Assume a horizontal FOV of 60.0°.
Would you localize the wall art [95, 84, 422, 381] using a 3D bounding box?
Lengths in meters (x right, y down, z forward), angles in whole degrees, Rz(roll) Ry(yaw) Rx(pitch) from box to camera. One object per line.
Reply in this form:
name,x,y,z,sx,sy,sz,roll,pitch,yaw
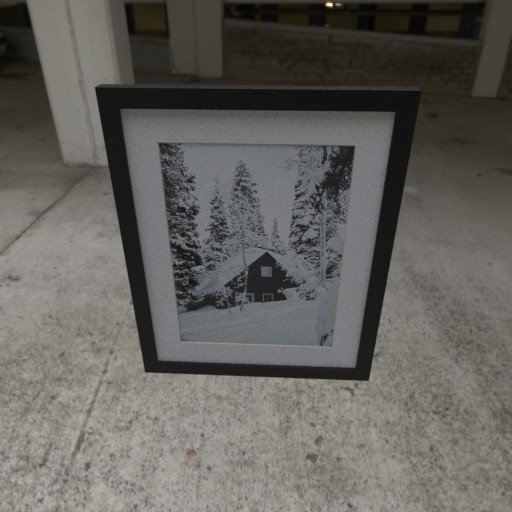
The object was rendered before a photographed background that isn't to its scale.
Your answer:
wall art,0.000,0.000,0.549,0.325,0.397,0.018,1,31,3
